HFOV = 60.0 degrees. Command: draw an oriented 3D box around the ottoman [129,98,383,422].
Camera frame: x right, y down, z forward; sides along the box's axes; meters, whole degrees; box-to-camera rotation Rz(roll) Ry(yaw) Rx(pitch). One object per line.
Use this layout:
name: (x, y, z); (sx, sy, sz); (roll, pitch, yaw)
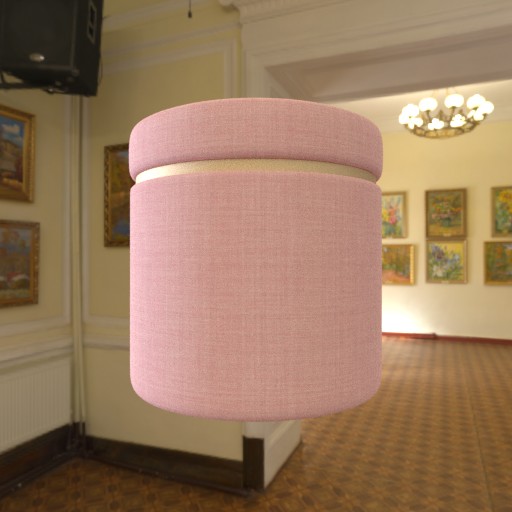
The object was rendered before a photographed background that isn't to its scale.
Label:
ottoman: (0.000, 0.000, 0.725); (0.400, 0.406, 0.400); (0, 0, 0)
